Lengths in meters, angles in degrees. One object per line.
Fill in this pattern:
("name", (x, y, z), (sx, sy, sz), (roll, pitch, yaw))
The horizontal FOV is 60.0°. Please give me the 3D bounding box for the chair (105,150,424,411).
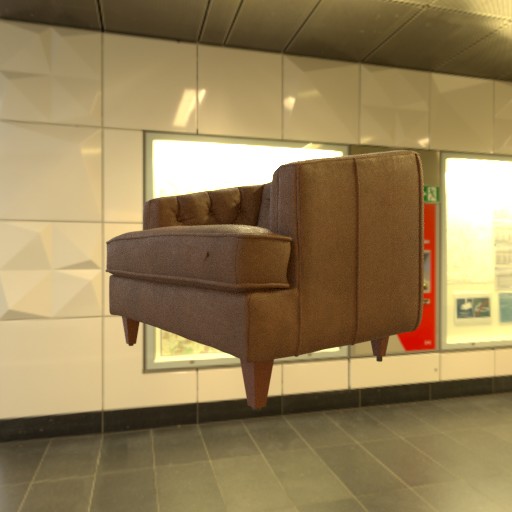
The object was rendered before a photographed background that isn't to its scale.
("chair", (0.000, 0.000, 1.729), (0.914, 0.787, 1.118), (0, 0, -35))
